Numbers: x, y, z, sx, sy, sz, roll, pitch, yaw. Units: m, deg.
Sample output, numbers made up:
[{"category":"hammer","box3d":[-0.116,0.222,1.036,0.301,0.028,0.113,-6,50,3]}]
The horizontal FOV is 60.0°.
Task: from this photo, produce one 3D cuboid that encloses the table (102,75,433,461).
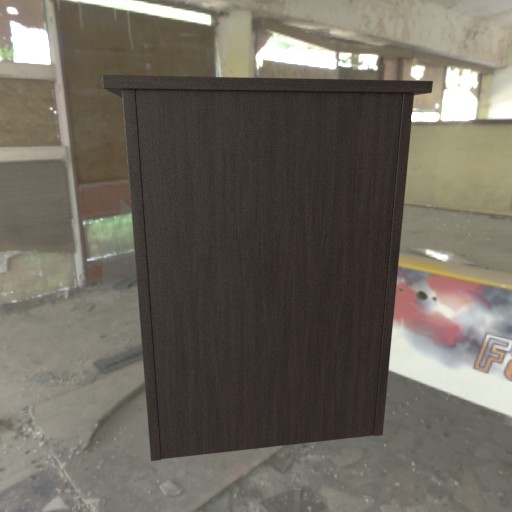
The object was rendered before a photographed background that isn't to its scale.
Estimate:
[{"category":"table","box3d":[0.000,0.000,0.900,0.480,0.635,0.381,-3,16,-9]}]
